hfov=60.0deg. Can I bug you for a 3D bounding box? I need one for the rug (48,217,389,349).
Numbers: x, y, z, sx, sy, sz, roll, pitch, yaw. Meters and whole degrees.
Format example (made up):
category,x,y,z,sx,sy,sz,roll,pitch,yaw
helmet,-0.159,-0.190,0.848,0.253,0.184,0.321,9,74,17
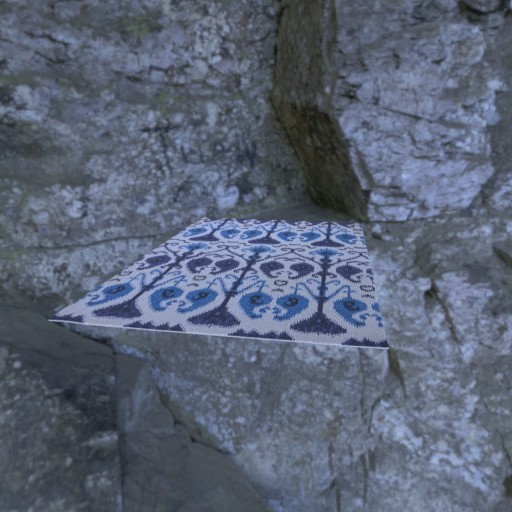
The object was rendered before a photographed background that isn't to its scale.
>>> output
category,x,y,z,sx,sy,sz,roll,pitch,yaw
rug,0.000,0.000,2.143,1.072,0.013,1.698,3,17,10
